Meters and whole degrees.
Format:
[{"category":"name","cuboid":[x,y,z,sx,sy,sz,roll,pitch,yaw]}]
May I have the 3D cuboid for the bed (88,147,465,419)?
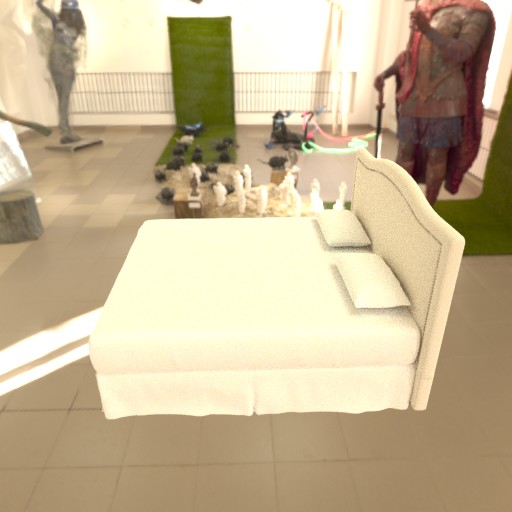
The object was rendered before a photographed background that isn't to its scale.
[{"category":"bed","cuboid":[0.000,0.000,3.517,2.182,1.421,2.083,-1,27,-2]}]
